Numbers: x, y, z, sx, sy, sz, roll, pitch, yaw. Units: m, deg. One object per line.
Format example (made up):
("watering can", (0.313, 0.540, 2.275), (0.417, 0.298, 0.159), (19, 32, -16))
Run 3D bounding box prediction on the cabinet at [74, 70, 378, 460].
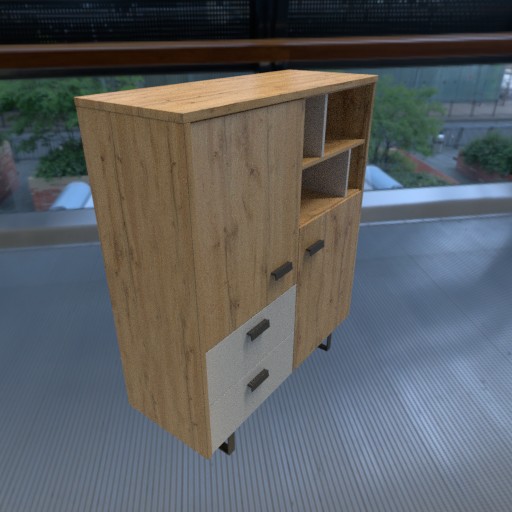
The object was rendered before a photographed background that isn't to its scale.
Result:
("cabinet", (0.000, 0.000, 1.923), (0.473, 1.397, 1.168), (19, 33, 32))
